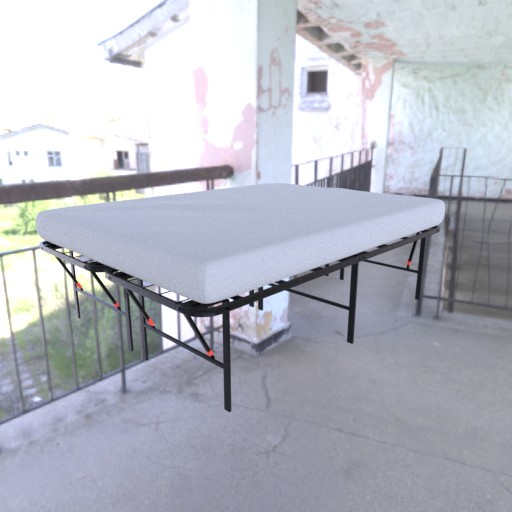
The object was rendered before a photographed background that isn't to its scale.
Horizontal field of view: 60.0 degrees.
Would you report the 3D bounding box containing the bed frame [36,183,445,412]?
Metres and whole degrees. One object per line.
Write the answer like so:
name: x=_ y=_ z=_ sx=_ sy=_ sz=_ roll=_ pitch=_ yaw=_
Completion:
bed frame: x=0.000 y=0.000 z=2.531 sx=1.372 sy=0.637 sz=1.905 roll=15 pitch=21 yaw=42
